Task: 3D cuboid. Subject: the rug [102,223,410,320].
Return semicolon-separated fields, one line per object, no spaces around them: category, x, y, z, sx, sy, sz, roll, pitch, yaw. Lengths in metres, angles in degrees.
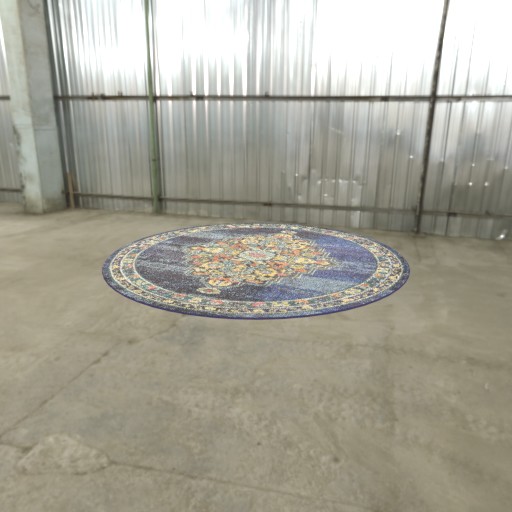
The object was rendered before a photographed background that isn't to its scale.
rug;0.000;0.000;3.617;2.386;0.014;2.386;0;17;0
